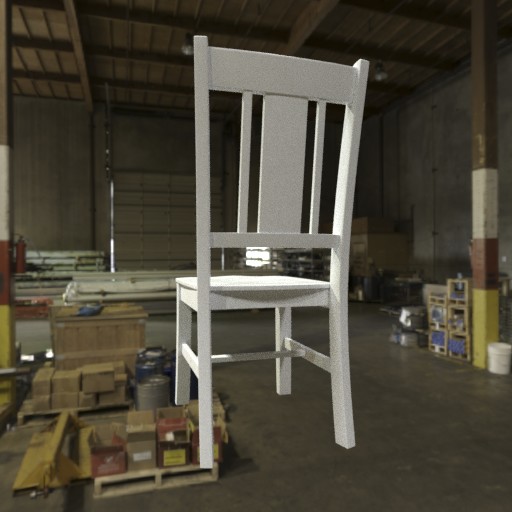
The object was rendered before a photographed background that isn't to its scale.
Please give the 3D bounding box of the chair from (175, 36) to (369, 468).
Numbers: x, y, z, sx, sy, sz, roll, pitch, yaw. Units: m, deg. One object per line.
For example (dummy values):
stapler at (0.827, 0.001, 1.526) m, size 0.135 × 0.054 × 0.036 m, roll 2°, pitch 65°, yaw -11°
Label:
chair at (0.000, 0.000, 1.310) m, size 0.450 × 0.998 × 0.555 m, roll 0°, pitch 0°, yaw -17°
